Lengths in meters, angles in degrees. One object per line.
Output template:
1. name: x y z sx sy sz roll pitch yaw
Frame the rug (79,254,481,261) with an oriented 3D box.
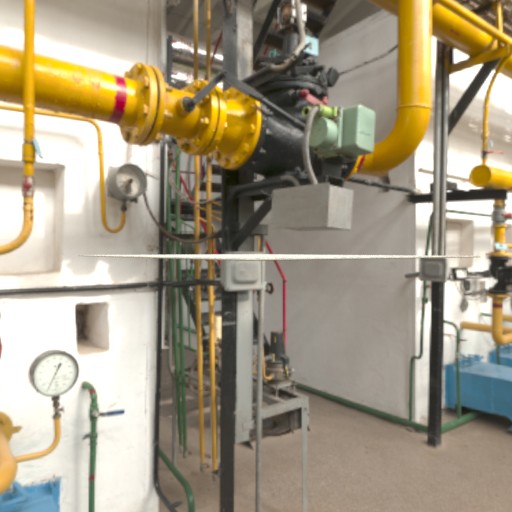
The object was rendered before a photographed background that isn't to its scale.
1. rug: 0.000 0.000 4.106 2.363 0.012 2.980 0 1 -37
